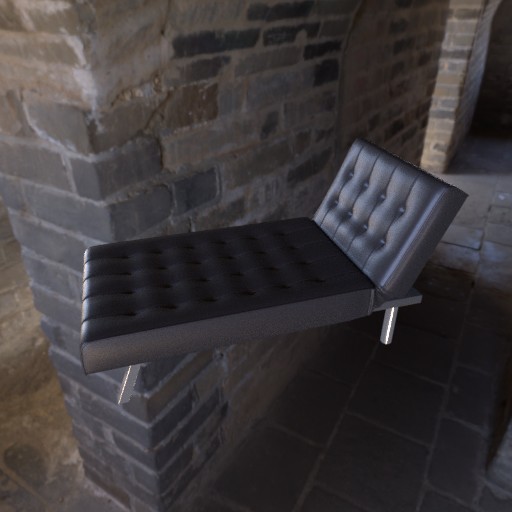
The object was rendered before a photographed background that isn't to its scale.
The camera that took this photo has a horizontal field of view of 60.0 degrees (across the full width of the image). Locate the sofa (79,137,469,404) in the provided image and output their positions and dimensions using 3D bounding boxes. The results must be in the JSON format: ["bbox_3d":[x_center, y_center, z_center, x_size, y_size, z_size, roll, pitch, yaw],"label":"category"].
[{"bbox_3d":[0.000,0.000,2.051,1.560,0.820,0.760,-9,31,-15],"label":"sofa"}]
